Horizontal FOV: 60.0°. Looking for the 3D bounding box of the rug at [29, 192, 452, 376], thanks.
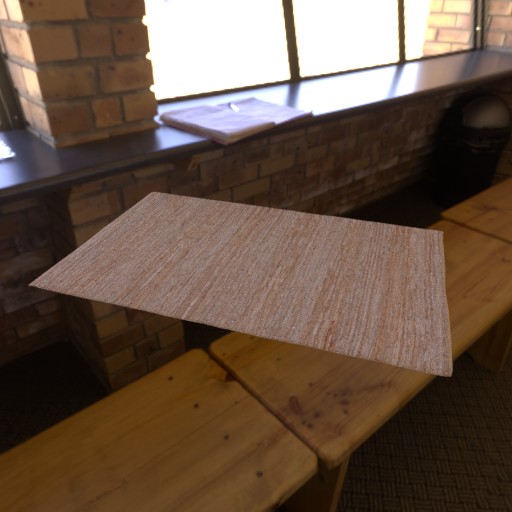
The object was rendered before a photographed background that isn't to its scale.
[{"bbox_3d":[0.000,0.000,3.011,2.446,0.009,1.529,10,33,15],"label":"rug"}]
